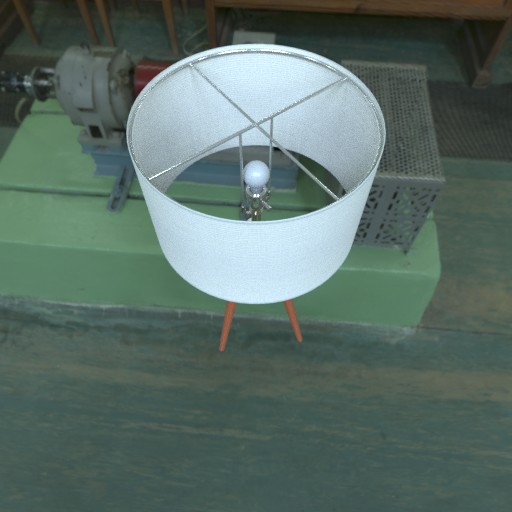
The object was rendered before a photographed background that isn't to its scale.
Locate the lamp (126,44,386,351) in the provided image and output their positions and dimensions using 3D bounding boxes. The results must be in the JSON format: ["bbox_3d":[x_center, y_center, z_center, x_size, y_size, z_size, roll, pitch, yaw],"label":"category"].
[{"bbox_3d":[0.000,0.000,0.913,0.355,0.709,0.354,3,58,2],"label":"lamp"}]
